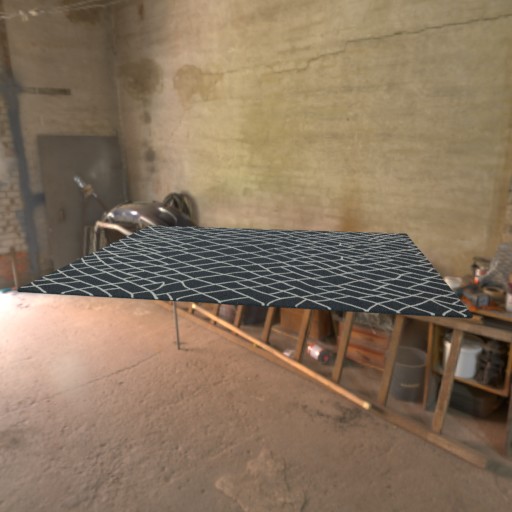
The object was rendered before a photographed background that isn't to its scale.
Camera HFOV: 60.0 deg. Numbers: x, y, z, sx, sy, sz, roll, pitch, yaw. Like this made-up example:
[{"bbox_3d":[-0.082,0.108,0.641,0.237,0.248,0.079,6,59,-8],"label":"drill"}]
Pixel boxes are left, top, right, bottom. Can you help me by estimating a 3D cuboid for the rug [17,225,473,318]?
[{"bbox_3d":[0.000,0.000,4.054,3.047,0.022,2.439,2,15,9],"label":"rug"}]
